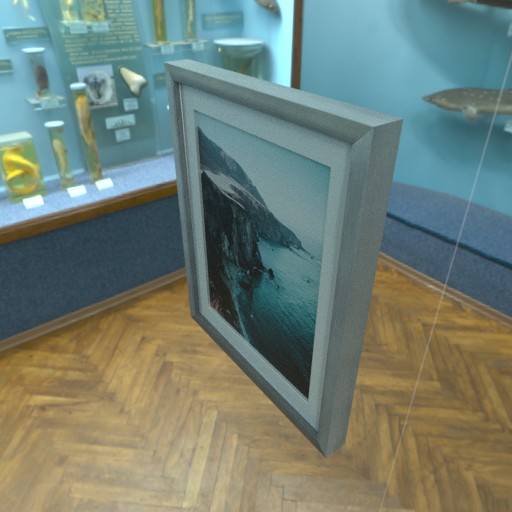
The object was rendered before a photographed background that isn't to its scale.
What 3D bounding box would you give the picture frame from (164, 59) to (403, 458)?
[{"bbox_3d":[0.000,0.000,0.750,0.046,0.555,0.449,-22,39,-30],"label":"picture frame"}]
